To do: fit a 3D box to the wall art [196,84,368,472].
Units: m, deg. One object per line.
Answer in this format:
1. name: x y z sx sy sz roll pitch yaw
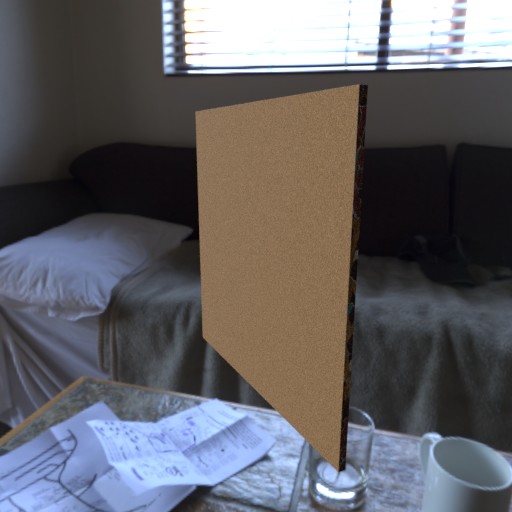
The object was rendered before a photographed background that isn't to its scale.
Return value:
1. wall art: 0.000 0.000 0.618 0.010 0.406 0.404 -8 16 -28
